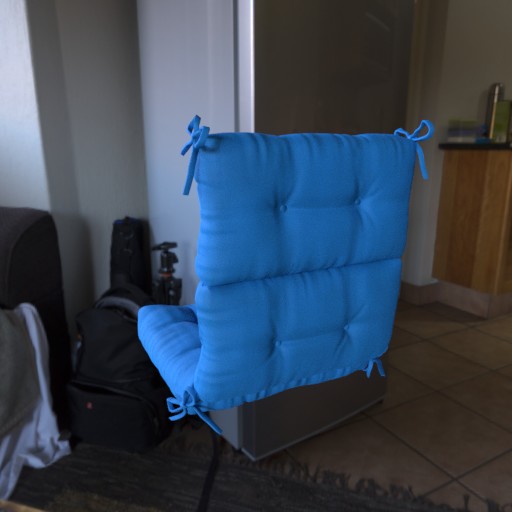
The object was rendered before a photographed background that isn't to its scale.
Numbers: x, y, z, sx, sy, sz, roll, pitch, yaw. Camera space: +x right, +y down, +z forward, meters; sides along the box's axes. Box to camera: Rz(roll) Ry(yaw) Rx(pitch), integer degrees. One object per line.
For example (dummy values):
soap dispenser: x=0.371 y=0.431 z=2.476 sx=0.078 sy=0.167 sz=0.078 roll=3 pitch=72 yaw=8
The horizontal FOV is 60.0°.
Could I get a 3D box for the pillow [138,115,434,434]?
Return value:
pillow: x=0.000 y=0.000 z=1.044 sx=0.519 sy=0.605 sz=0.571 roll=-7 pitch=16 yaw=-26
